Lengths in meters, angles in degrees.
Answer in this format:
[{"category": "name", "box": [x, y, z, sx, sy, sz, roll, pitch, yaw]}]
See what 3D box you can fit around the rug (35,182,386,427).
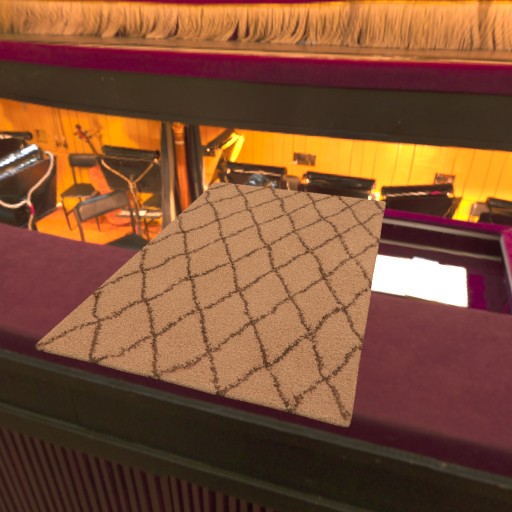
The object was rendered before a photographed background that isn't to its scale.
[{"category": "rug", "box": [0.000, 0.000, 3.407, 1.778, 0.030, 2.743, 9, 31, 15]}]
